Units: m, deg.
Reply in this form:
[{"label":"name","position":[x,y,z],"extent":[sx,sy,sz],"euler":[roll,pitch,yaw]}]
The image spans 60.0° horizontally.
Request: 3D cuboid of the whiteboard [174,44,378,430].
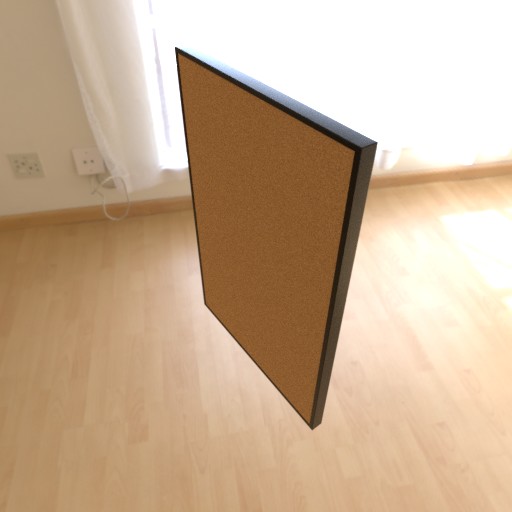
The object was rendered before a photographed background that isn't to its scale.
[{"label":"whiteboard","position":[0.000,0.000,0.789],"extent":[0.026,0.611,0.406],"euler":[-26,48,-26]}]
